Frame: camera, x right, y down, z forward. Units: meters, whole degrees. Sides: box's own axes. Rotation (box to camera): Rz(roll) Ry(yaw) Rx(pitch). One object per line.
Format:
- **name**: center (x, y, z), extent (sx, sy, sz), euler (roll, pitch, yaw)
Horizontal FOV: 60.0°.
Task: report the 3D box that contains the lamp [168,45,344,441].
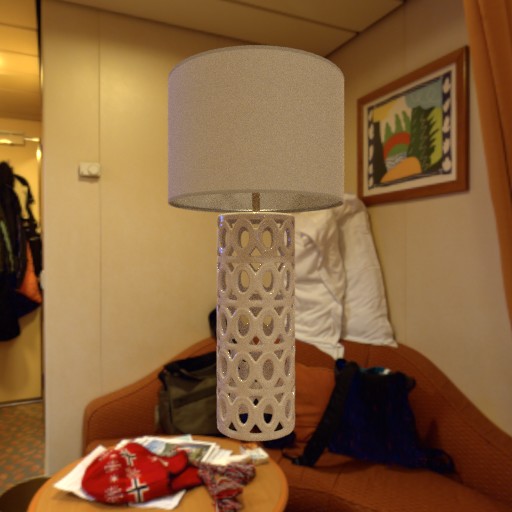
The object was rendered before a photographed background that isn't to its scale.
- **lamp**: center (0.000, 0.000, 0.831), extent (0.324, 0.636, 0.325), euler (0, 0, 18)
